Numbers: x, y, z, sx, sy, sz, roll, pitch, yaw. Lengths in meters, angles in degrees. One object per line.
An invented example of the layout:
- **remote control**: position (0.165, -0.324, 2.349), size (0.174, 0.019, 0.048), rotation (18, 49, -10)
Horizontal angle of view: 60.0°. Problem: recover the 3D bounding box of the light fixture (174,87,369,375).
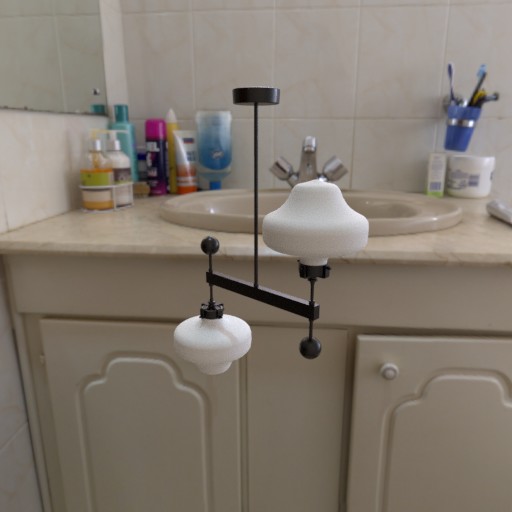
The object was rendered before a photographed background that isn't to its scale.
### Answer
- **light fixture**: position (0.000, 0.000, 1.051), size (0.489, 0.743, 0.422), rotation (2, 15, 8)
